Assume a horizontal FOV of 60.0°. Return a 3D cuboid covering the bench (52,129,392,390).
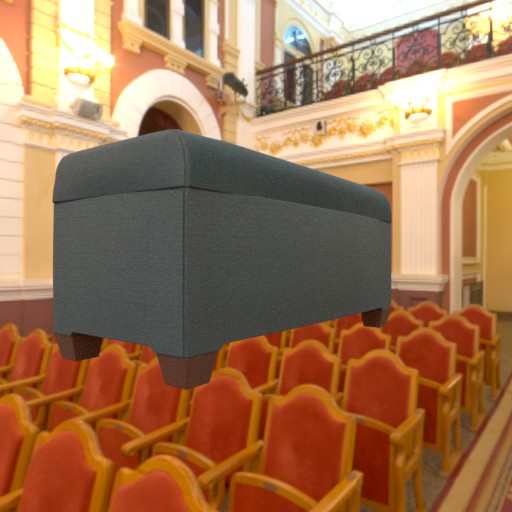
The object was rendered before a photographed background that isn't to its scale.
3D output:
[{"bbox_3d":[0.000,0.000,1.267,0.476,0.474,0.995,0,0,37],"label":"bench"}]
